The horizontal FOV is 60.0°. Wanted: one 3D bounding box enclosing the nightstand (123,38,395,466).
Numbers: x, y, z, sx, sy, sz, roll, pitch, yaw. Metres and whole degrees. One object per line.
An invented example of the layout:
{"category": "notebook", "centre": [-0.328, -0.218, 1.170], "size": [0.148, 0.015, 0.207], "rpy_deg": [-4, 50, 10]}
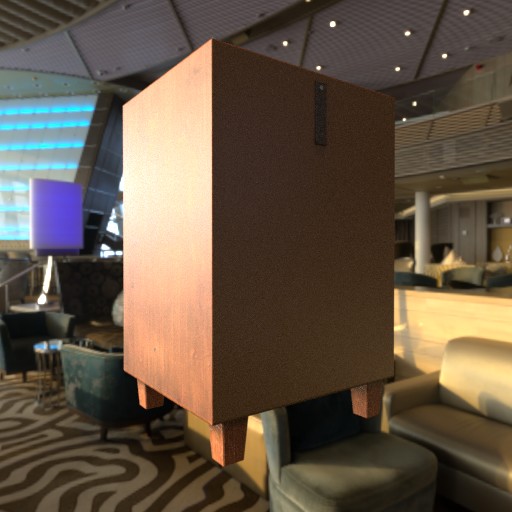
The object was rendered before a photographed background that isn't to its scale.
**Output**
{"category": "nightstand", "centre": [0.000, 0.000, 1.000], "size": [0.465, 0.695, 0.410], "rpy_deg": [-1, 1, -36]}
